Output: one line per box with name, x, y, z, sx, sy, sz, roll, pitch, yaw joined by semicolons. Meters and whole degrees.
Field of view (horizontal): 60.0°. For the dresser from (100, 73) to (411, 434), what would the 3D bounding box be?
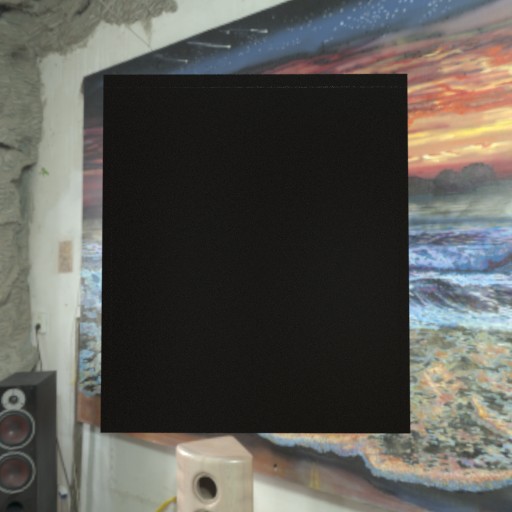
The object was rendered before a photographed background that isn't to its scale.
dresser;0.000;0.000;0.757;0.400;0.470;0.360;0;-1;0
